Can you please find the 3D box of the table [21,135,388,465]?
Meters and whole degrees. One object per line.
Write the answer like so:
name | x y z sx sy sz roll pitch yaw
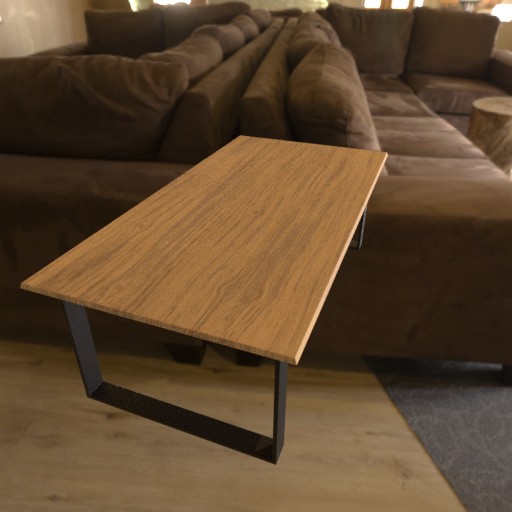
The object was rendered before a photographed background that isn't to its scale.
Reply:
table | 0.000 0.000 1.595 0.693 0.445 1.331 12 33 18
